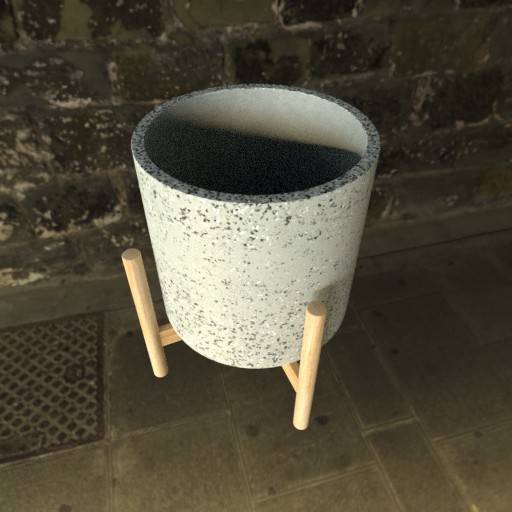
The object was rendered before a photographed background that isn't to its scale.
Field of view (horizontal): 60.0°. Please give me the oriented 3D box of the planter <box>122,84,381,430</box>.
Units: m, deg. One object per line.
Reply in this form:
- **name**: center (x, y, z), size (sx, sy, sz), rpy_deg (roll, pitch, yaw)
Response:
- **planter**: center (0.000, 0.000, 0.691), size (0.360, 0.419, 0.360), rpy_deg (-1, 43, -1)
